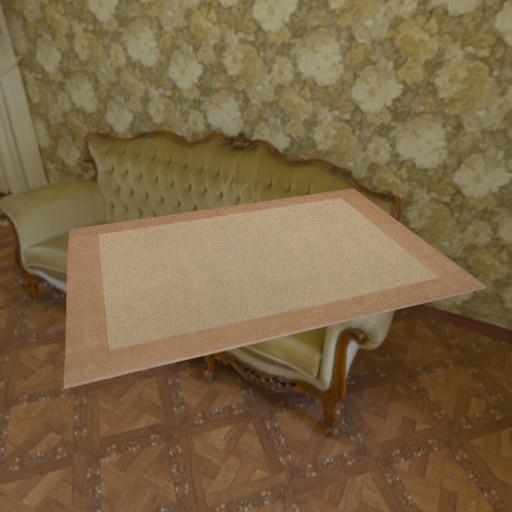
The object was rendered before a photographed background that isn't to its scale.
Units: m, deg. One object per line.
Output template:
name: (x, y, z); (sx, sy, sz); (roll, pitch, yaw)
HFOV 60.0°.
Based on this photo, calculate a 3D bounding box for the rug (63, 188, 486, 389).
rug: (0.000, 0.000, 2.277); (1.829, 0.014, 1.219); (-10, 33, -16)
